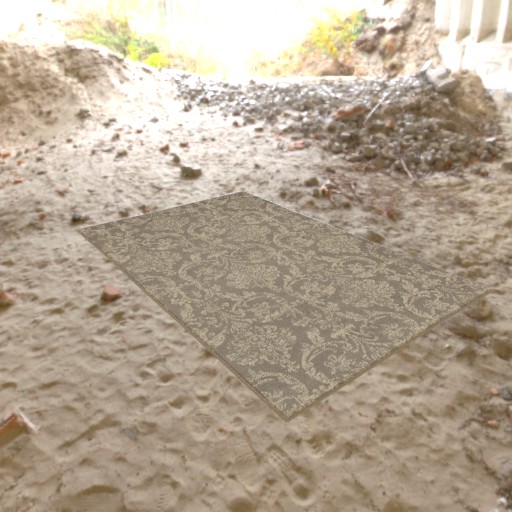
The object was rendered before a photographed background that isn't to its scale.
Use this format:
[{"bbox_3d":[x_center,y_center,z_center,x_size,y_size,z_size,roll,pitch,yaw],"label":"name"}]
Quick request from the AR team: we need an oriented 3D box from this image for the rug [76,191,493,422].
[{"bbox_3d":[0.000,0.000,3.384,1.819,0.018,2.746,-19,32,-34],"label":"rug"}]
